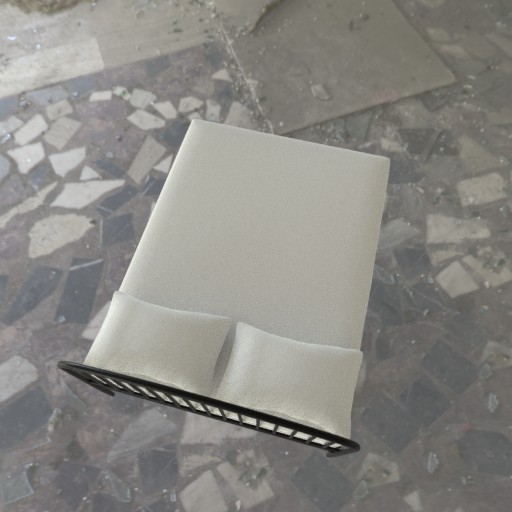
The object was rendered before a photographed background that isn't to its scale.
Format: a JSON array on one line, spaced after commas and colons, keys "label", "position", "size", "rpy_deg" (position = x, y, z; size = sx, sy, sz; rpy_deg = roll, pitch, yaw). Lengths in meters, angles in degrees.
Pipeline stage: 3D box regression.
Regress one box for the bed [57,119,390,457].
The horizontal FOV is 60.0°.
[{"label": "bed", "position": [0.000, 0.000, 3.034], "size": [1.618, 1.166, 2.159], "rpy_deg": [13, 64, 6]}]
